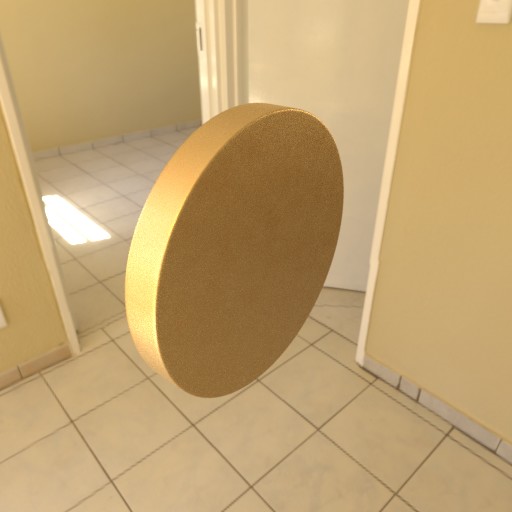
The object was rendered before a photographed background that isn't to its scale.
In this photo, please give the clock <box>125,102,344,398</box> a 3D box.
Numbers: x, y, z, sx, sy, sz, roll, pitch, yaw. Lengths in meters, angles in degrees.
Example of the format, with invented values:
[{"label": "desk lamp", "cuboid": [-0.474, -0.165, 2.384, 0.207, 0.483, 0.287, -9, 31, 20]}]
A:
[{"label": "clock", "cuboid": [0.000, 0.000, 0.482, 0.040, 0.314, 0.314, 22, 37, 32]}]
